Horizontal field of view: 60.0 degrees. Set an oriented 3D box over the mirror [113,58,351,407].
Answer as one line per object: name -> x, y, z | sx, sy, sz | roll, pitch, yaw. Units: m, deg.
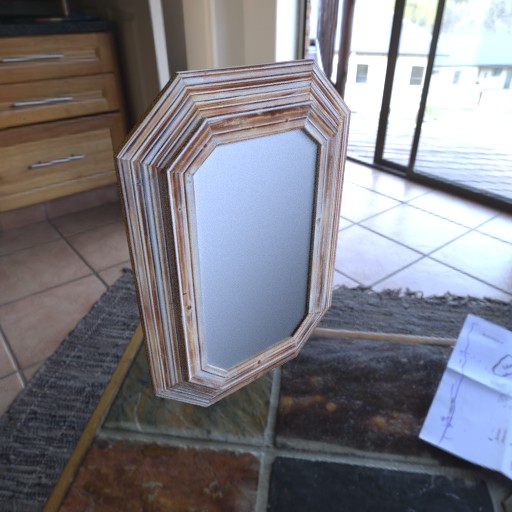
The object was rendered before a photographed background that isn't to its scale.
mirror -> 0.000, 0.000, 1.278 | 0.709, 1.015, 0.061 | -21, 36, -31
